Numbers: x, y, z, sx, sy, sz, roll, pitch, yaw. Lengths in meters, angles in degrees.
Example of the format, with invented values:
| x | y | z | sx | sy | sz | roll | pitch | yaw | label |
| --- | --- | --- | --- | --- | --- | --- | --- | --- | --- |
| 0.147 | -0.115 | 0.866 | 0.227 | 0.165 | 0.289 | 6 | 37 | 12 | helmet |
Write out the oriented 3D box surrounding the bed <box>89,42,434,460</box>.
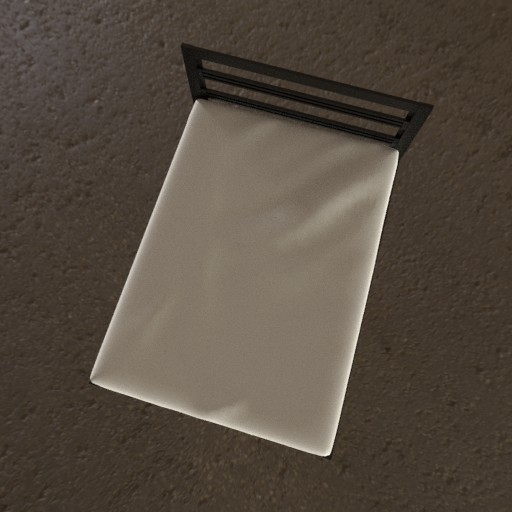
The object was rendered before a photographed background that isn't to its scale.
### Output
| x | y | z | sx | sy | sz | roll | pitch | yaw | label |
| --- | --- | --- | --- | --- | --- | --- | --- | --- | --- |
| 0.000 | 0.000 | 2.795 | 1.524 | 0.967 | 2.062 | 16 | 75 | 4 | bed |
